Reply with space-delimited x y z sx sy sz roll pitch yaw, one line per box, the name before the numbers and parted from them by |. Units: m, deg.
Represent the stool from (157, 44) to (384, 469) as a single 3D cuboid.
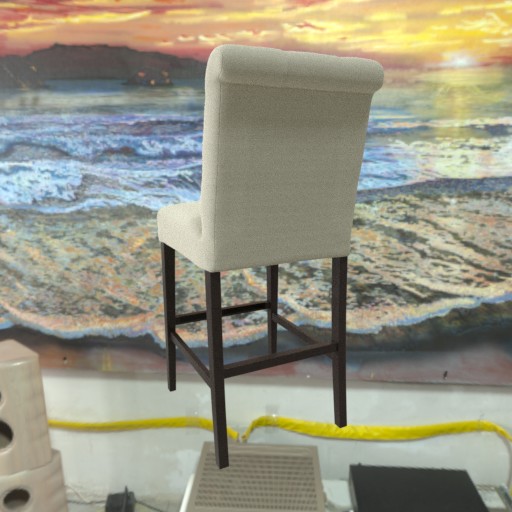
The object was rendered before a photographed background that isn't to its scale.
stool | 0.000 0.000 1.421 0.482 1.118 0.610 -7 15 -26
